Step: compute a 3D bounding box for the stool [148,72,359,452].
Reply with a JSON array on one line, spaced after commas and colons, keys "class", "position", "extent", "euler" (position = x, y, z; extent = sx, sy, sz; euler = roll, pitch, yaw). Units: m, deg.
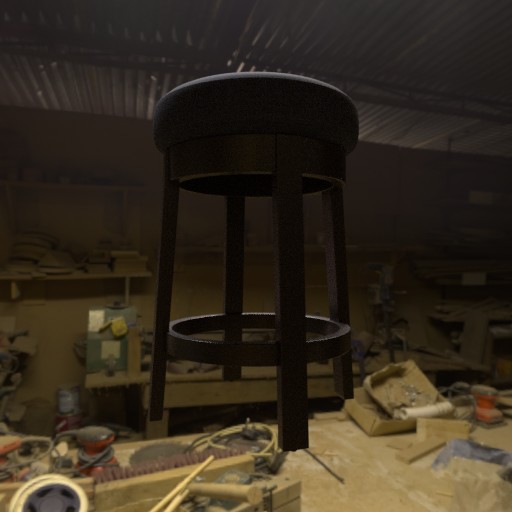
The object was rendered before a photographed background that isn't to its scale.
[{"class": "stool", "position": [0.000, 0.000, 0.949], "extent": [0.449, 0.655, 0.449], "euler": [0, 0, 0]}]
